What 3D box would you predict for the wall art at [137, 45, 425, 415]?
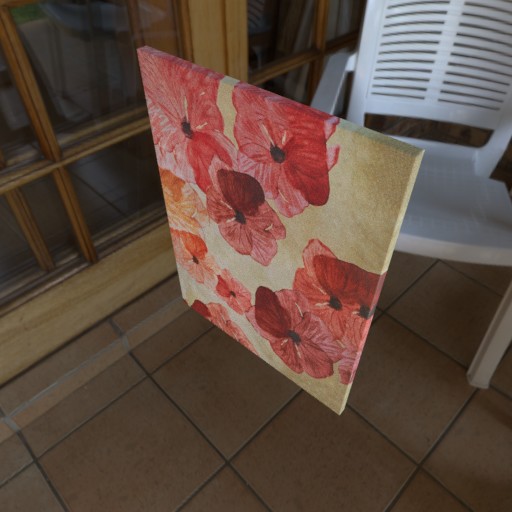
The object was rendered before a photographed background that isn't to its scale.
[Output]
[{"bbox_3d":[0.000,0.000,1.314,0.762,1.015,0.031,31,53,27],"label":"wall art"}]
